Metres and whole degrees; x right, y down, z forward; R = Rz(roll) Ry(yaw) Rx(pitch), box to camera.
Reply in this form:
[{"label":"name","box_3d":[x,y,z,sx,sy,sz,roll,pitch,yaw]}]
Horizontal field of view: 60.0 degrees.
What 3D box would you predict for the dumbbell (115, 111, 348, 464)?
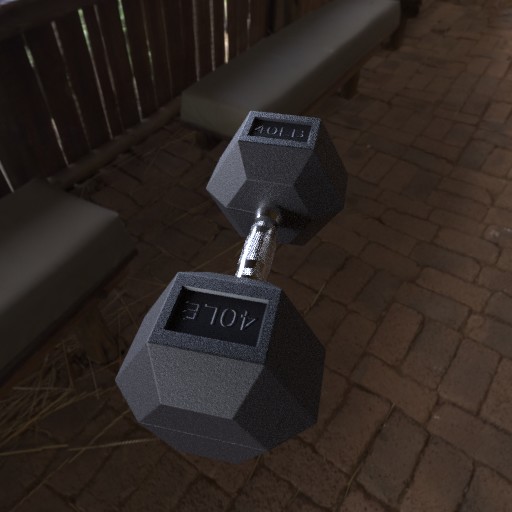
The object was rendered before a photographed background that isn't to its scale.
[{"label":"dumbbell","box_3d":[0.000,0.000,0.435,0.157,0.137,0.361,9,47,8]}]
